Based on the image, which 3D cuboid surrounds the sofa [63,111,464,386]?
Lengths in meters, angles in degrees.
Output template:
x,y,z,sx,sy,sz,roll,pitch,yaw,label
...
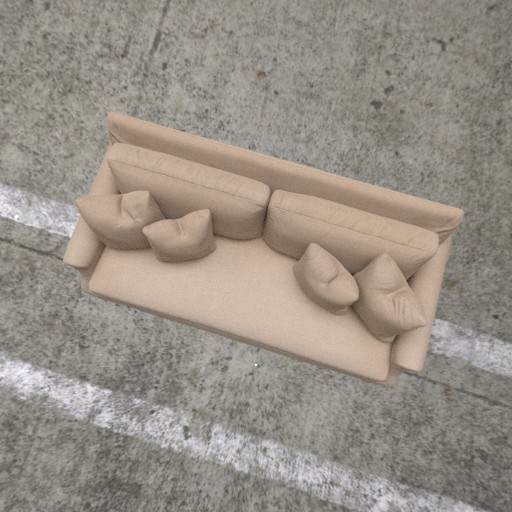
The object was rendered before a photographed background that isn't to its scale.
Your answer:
x,y,z,sx,sy,sz,roll,pitch,yaw,label
0.000,0.000,2.822,2.285,0.904,1.067,17,77,4,sofa
